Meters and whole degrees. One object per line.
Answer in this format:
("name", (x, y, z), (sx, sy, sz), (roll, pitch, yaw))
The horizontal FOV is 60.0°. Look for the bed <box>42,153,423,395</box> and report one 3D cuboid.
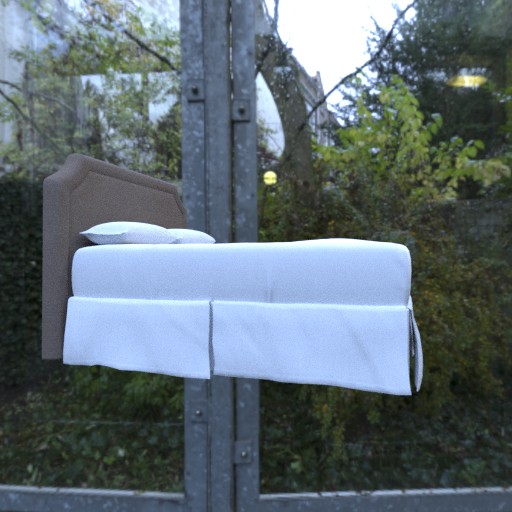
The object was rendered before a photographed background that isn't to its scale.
("bed", (0.000, 0.000, 3.071), (2.116, 1.290, 1.693), (0, 0, 18))
